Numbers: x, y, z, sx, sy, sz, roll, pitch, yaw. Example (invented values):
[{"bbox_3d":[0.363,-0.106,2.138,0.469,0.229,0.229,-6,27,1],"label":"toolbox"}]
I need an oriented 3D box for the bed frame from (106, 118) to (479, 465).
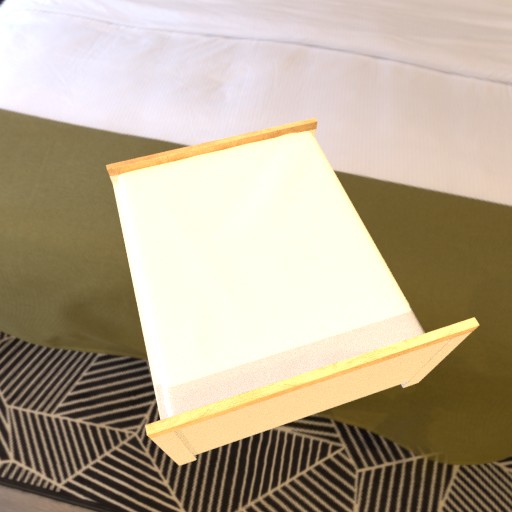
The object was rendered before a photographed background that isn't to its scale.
[{"bbox_3d":[0.000,0.000,2.997,1.670,0.980,2.050,-15,59,-10],"label":"bed frame"}]
